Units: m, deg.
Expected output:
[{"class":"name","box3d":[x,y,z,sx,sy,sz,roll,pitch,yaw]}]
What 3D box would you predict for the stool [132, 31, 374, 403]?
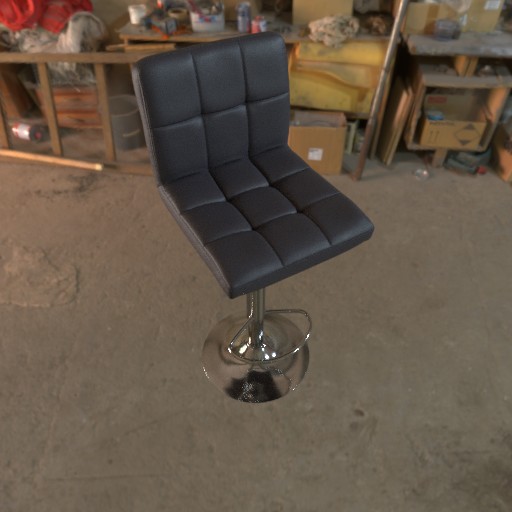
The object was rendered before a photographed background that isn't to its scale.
[{"class":"stool","box3d":[0.000,0.000,1.360,0.430,1.115,0.505,-22,50,-20]}]
